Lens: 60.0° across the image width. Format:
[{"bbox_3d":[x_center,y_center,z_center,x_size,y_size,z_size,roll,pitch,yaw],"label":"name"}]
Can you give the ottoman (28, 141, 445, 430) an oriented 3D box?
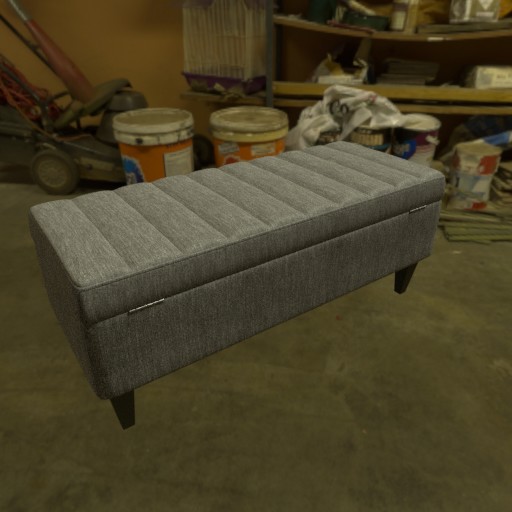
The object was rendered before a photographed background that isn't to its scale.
[{"bbox_3d":[0.000,0.000,1.371,1.151,0.469,0.482,-19,35,-30],"label":"ottoman"}]
